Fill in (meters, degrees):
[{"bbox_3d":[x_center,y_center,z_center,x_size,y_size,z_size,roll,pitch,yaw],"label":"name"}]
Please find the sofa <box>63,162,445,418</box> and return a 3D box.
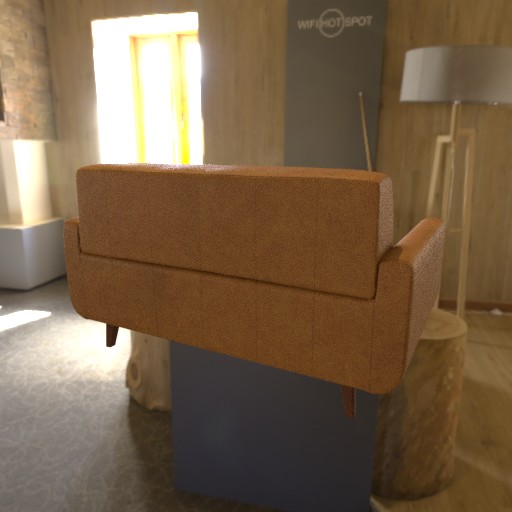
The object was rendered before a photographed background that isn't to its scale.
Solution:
[{"bbox_3d":[0.000,0.000,2.222,1.651,0.925,0.952,8,16,27],"label":"sofa"}]
